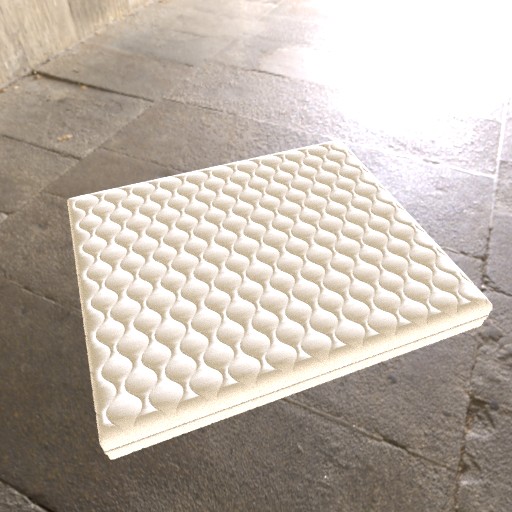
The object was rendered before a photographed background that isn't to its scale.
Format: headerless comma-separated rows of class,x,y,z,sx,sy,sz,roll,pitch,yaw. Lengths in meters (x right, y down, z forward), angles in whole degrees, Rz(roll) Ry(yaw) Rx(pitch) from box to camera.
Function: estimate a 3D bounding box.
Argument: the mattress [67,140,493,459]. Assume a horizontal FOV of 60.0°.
mattress,0.000,0.000,2.504,1.900,0.200,1.600,-15,49,-14
